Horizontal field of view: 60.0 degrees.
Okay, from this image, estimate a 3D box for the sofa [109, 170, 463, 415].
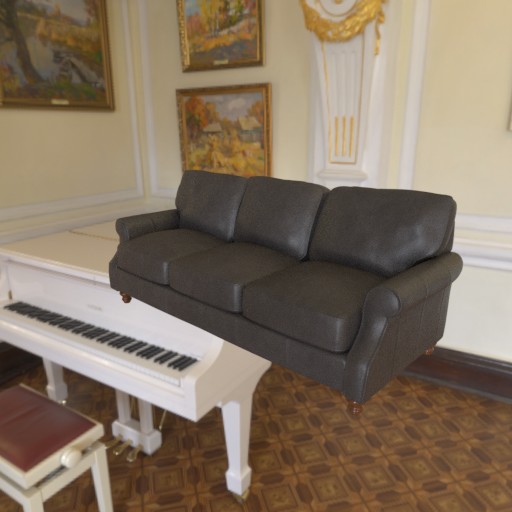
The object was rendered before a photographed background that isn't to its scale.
[{"bbox_3d":[0.000,0.000,2.918,2.387,0.977,0.974,15,21,42],"label":"sofa"}]
